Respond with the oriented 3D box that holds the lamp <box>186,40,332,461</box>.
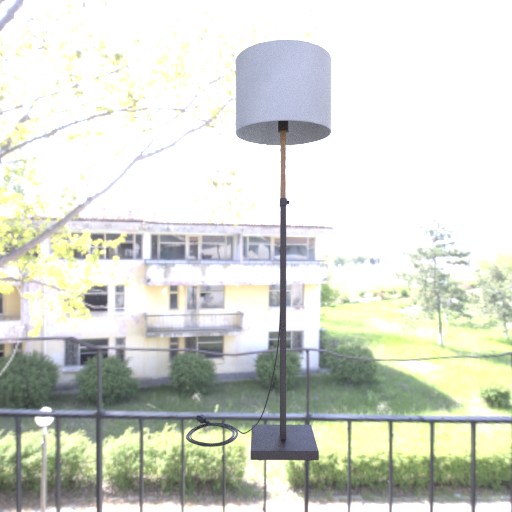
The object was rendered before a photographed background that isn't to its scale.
[{"bbox_3d":[0.000,0.000,1.931,0.639,1.650,0.474,0,1,1],"label":"lamp"}]
